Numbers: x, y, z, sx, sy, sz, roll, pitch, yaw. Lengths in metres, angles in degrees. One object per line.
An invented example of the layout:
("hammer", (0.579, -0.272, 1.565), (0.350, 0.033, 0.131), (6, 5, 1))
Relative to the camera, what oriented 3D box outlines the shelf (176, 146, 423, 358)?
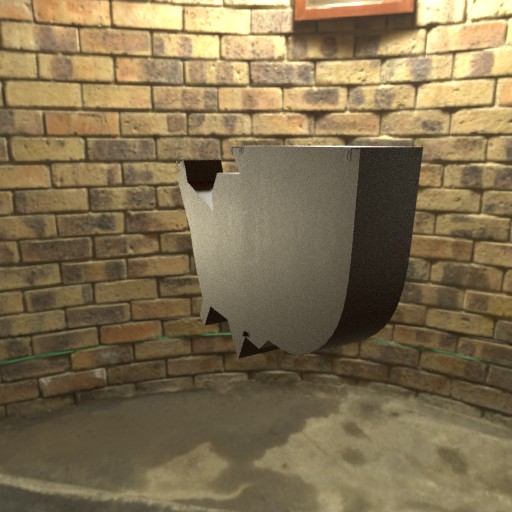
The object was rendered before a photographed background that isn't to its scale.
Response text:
("shelf", (0.000, 0.000, 0.911), (0.112, 0.439, 0.729), (-7, 16, -26))
